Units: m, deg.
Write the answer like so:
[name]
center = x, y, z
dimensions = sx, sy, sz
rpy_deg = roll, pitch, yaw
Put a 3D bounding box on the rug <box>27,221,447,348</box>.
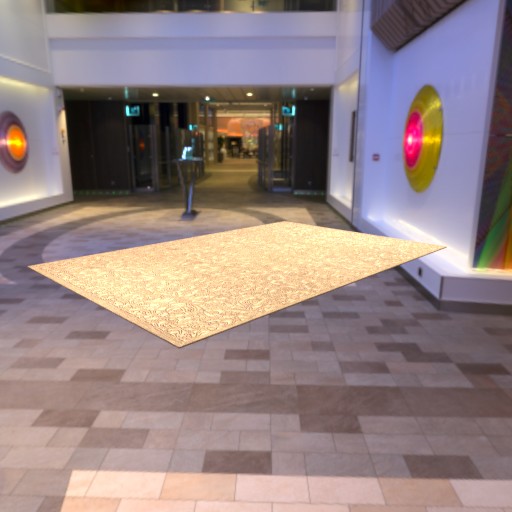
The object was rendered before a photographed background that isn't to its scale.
[rug]
center = 0.000, 0.000, 2.296
dimensions = 1.827, 0.006, 1.221
rpy_deg = -13, 19, -43
